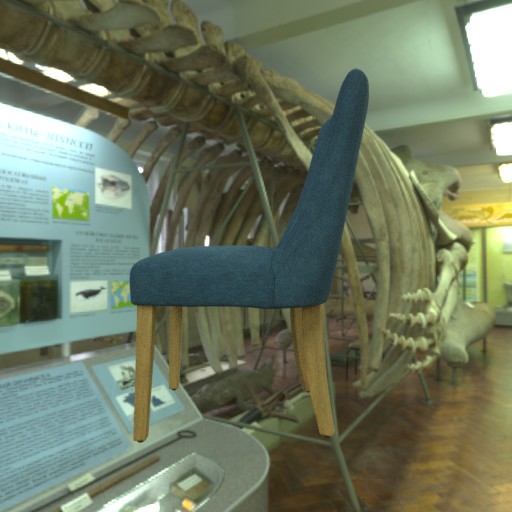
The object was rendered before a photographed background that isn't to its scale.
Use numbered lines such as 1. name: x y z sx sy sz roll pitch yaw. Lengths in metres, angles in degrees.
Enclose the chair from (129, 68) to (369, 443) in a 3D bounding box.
1. chair: 0.000 0.000 1.283 0.609 0.902 0.495 0 0 0
